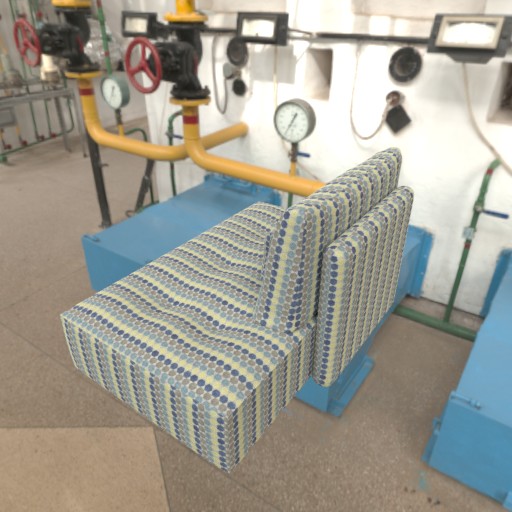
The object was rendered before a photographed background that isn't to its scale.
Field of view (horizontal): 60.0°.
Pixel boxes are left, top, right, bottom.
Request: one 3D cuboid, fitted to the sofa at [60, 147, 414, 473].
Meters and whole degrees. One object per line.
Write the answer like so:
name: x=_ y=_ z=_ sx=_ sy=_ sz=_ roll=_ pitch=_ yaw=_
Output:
sofa: x=0.000 y=0.000 z=2.017 sx=1.000 sy=0.820 sz=1.450 roll=20 pitch=36 yaw=30
